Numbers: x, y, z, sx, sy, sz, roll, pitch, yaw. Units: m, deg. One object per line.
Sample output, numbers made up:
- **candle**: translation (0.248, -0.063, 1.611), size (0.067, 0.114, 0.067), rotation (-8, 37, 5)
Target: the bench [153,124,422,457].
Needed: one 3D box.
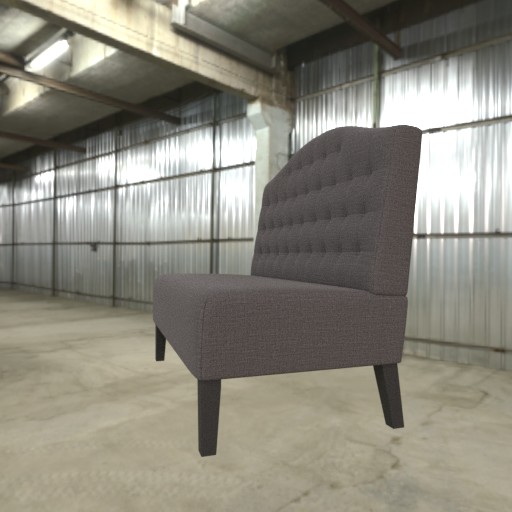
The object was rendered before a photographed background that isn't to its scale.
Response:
- **bench**: translation (0.000, 0.000, 2.034), size (0.815, 1.180, 1.335), rotation (0, 0, -19)
